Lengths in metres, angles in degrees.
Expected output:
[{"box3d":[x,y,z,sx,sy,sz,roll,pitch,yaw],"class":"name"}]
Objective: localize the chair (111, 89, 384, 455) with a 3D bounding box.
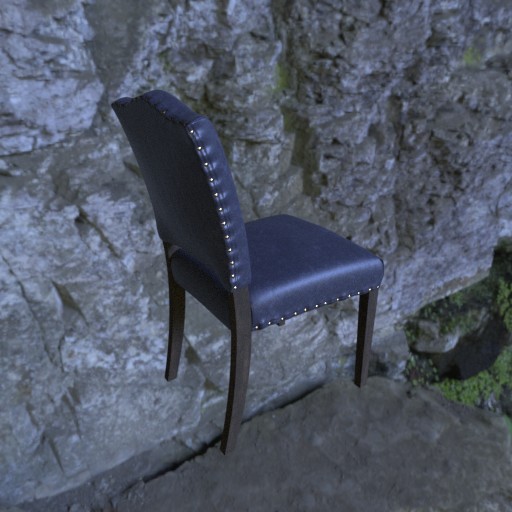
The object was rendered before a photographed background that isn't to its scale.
[{"box3d":[0.000,0.000,1.364,0.633,0.991,0.500,-17,31,-31],"class":"chair"}]
